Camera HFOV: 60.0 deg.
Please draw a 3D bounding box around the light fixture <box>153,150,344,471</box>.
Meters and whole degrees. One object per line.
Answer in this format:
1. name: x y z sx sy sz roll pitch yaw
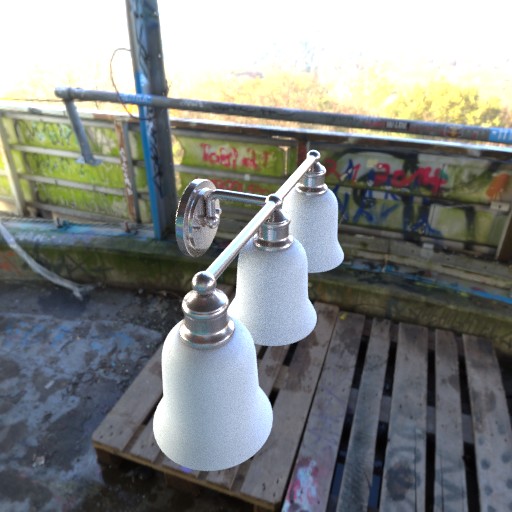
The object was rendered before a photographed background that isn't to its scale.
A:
1. light fixture: 0.000 0.000 0.668 0.198 0.211 0.570 11 32 18
